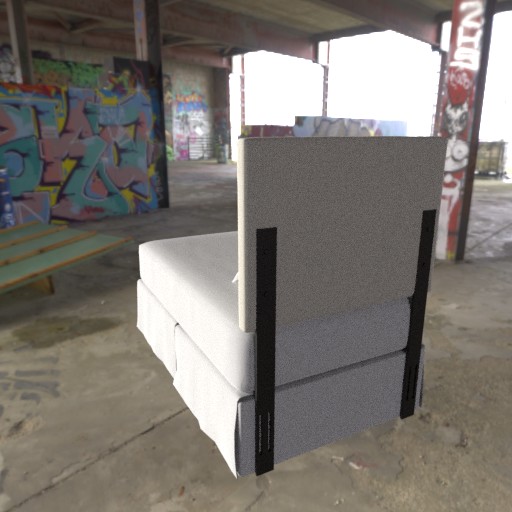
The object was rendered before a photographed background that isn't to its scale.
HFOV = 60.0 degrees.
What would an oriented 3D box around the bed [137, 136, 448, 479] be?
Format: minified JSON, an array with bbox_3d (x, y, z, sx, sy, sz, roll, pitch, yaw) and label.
[{"bbox_3d":[0.000,0.000,2.981,1.261,1.571,1.997,-8,18,-27],"label":"bed"}]
